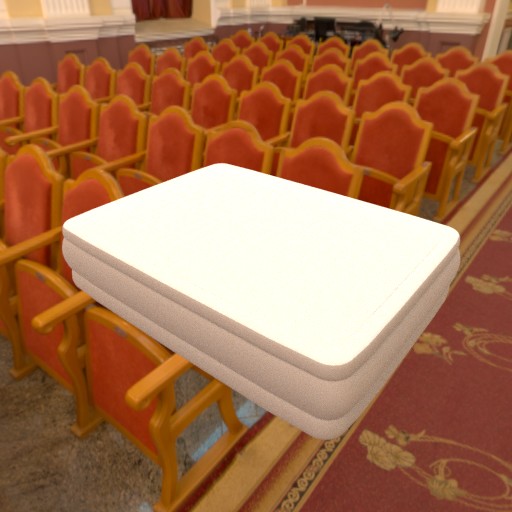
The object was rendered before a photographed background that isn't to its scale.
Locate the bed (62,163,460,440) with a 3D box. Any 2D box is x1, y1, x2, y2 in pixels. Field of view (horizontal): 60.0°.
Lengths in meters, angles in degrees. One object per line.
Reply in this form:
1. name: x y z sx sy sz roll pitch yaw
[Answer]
1. bed: 0.000 0.000 2.696 2.036 0.460 1.520 22 37 33
